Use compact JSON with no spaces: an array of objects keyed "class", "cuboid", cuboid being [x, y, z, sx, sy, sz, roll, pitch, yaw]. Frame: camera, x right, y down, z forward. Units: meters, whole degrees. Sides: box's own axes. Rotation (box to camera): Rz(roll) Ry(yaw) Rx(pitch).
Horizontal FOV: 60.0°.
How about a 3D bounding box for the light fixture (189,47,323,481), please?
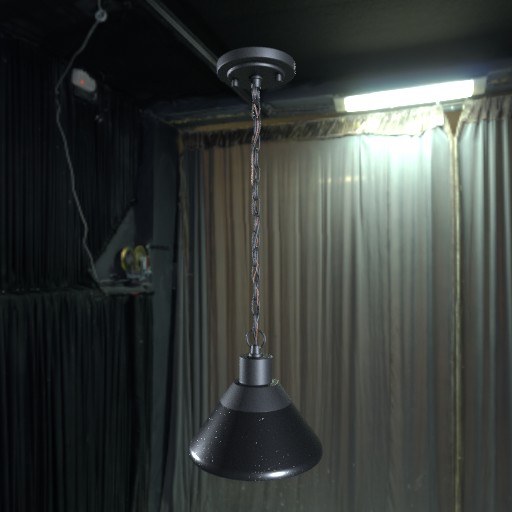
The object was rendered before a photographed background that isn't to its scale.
[{"class":"light fixture","cuboid":[0.000,0.000,0.680,0.201,0.588,0.201,0,-1,16]}]
